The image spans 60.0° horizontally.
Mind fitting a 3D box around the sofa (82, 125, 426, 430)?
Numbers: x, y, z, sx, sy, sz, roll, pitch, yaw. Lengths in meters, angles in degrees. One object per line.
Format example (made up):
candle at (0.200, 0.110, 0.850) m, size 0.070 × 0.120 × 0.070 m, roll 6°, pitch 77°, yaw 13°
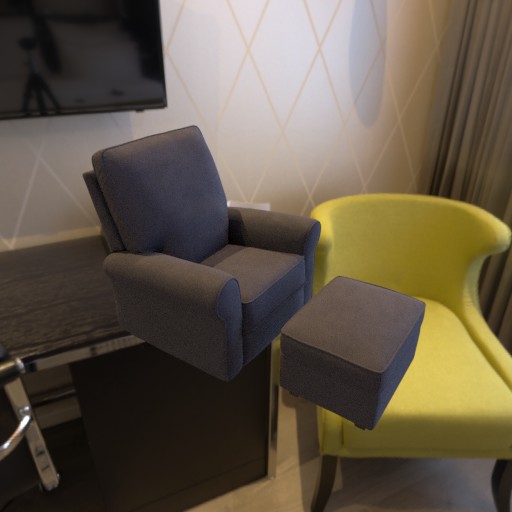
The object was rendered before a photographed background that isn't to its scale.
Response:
sofa at (0.000, 0.000, 2.058) m, size 1.478 × 0.959 × 0.880 m, roll 18°, pitch 33°, yaw 30°
